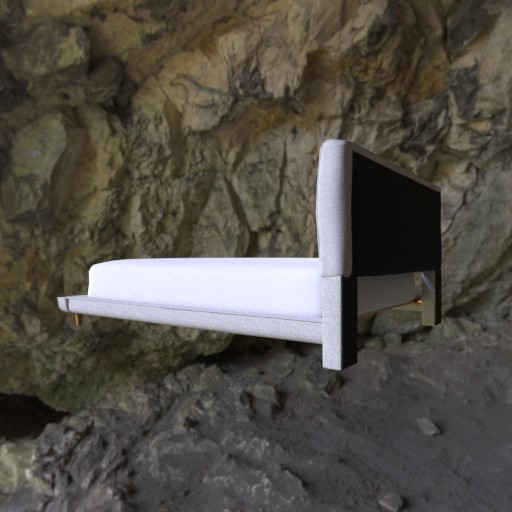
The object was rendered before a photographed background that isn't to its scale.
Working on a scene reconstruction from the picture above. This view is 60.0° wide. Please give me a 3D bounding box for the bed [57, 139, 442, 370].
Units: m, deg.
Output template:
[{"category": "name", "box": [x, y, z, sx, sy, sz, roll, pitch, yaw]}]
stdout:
[{"category": "bed", "box": [0.000, 0.000, 3.388, 2.368, 1.067, 1.840, 0, 0, 36]}]
